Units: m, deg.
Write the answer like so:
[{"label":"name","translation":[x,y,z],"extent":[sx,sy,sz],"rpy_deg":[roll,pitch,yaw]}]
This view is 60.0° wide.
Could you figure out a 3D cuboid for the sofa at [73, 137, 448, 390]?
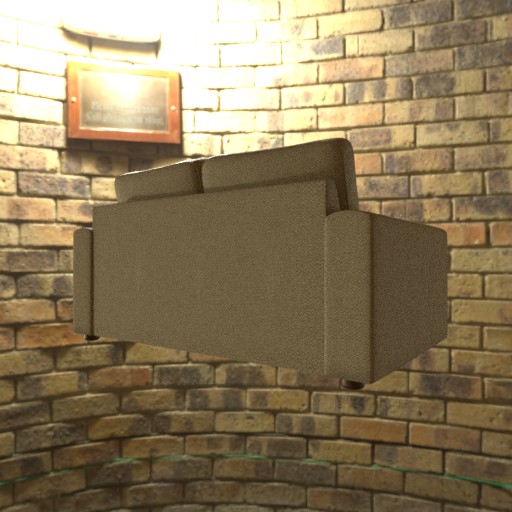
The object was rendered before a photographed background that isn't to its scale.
[{"label":"sofa","translation":[0.000,0.000,2.228],"extent":[1.616,0.873,1.016],"rpy_deg":[0,0,36]}]
